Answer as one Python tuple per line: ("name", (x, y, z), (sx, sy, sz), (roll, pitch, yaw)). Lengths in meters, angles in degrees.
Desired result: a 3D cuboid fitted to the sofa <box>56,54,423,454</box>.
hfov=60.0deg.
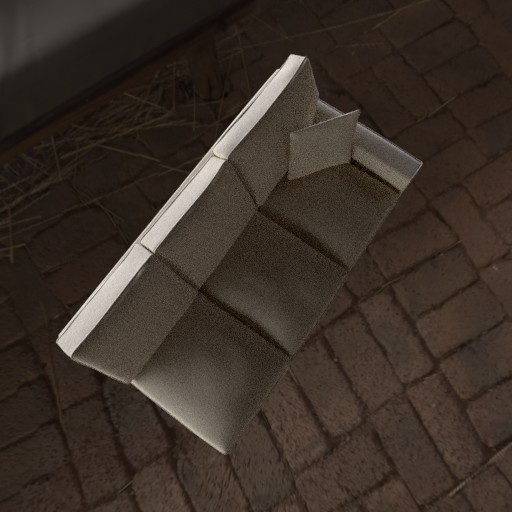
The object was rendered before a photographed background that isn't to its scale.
("sofa", (0.000, 0.000, 2.578), (1.034, 0.946, 1.963), (35, 78, 8))
